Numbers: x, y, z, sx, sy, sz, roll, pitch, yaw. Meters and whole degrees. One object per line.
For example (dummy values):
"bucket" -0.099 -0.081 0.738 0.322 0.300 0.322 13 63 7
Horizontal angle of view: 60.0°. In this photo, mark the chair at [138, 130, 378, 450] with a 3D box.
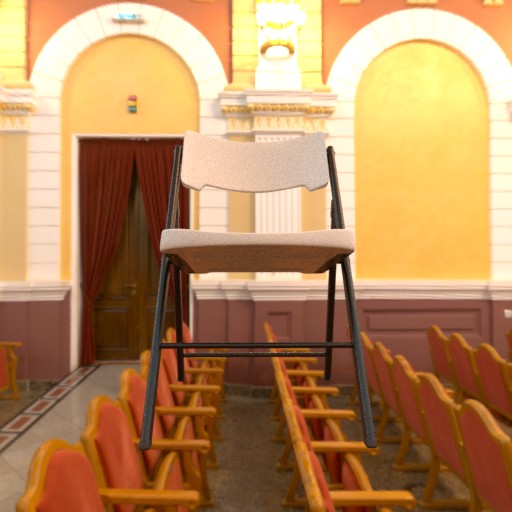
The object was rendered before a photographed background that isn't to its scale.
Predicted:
"chair" 0.000 0.000 1.140 0.482 0.765 0.577 0 0 -1
